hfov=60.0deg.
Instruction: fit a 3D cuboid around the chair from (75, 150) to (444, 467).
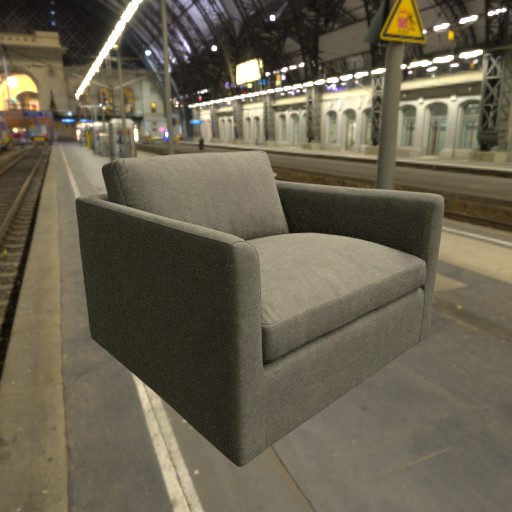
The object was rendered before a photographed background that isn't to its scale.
[{"bbox_3d":[0.000,0.000,1.858,1.190,0.845,1.091,-15,21,-43],"label":"chair"}]
